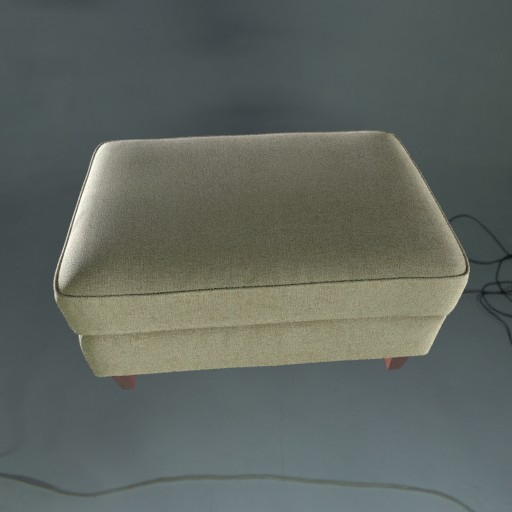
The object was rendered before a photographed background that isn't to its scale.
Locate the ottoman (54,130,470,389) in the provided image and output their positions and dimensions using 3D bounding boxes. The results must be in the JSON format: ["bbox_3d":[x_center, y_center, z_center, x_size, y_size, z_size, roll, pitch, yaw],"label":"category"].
[{"bbox_3d":[0.000,0.000,1.211,0.862,0.484,0.583,-3,46,-3],"label":"ottoman"}]
